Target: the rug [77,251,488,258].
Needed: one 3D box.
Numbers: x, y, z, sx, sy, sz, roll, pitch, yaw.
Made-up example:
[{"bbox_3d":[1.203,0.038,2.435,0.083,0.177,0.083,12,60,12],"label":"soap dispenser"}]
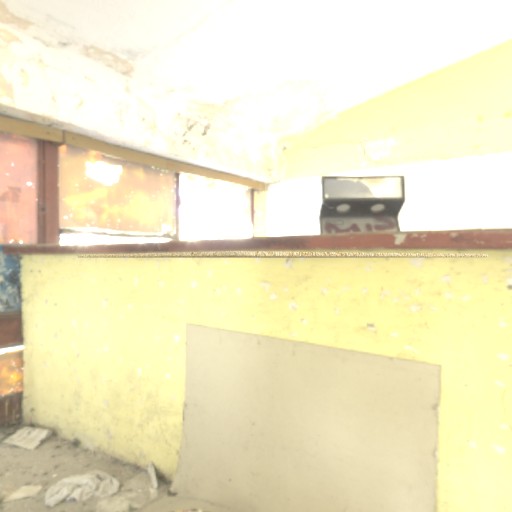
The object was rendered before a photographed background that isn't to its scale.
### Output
[{"bbox_3d":[0.000,0.000,4.026,2.401,0.025,3.001,0,0,-36],"label":"rug"}]
